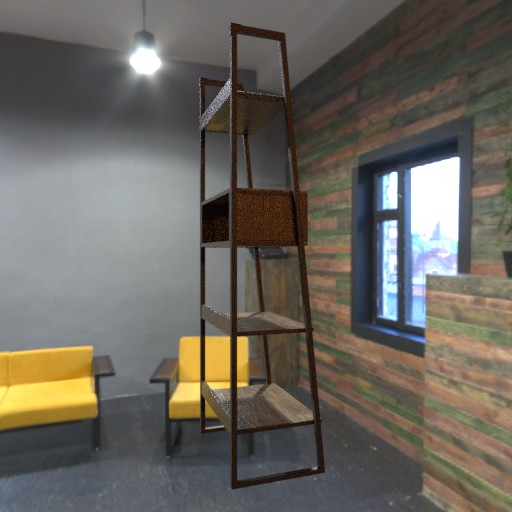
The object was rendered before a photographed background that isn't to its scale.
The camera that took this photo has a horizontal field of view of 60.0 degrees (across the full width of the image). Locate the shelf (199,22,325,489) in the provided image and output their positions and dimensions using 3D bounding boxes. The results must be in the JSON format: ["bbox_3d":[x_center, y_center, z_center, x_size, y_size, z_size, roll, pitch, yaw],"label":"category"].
[{"bbox_3d":[0.000,0.000,2.279,0.454,2.005,0.652,0,0,-19],"label":"shelf"}]
